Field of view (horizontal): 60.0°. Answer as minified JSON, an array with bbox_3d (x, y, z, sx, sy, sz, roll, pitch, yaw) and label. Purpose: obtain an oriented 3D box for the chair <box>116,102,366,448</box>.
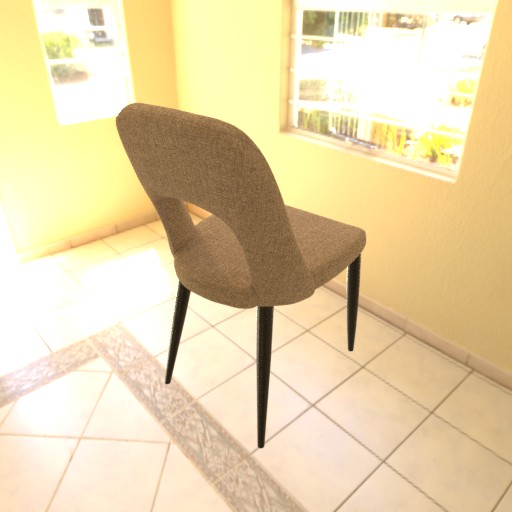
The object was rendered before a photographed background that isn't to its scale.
[{"bbox_3d":[0.000,0.000,1.300,0.470,0.931,0.612,22,37,33],"label":"chair"}]
